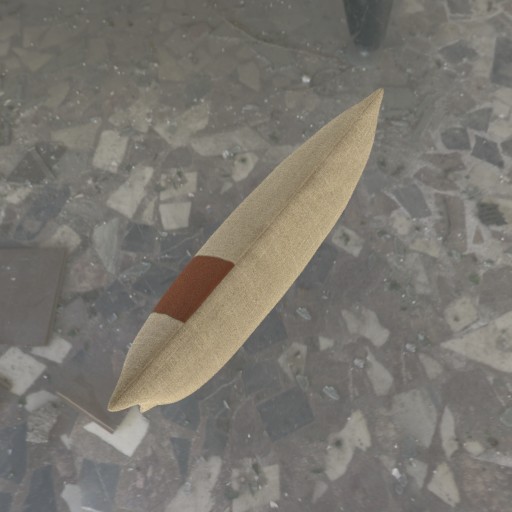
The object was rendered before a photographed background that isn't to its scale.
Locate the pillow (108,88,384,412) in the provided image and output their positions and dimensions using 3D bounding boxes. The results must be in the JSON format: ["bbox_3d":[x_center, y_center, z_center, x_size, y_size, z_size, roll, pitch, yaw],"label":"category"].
[{"bbox_3d":[0.000,0.000,0.732,0.155,0.282,0.612,34,68,15],"label":"pillow"}]
